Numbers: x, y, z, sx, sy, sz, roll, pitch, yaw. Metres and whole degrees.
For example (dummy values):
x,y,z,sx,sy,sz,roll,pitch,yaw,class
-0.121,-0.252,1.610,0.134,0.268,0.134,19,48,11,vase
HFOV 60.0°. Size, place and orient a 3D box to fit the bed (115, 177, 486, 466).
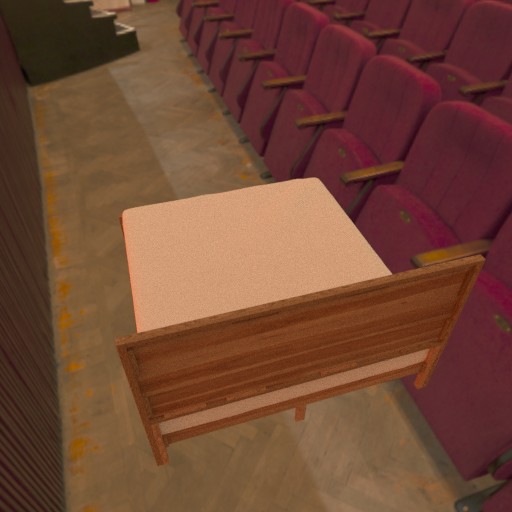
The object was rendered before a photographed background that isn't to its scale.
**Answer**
x,y,z,sx,sy,sz,roll,pitch,yaw,class
0.000,0.000,3.461,2.013,1.295,2.184,-12,43,-13,bed
